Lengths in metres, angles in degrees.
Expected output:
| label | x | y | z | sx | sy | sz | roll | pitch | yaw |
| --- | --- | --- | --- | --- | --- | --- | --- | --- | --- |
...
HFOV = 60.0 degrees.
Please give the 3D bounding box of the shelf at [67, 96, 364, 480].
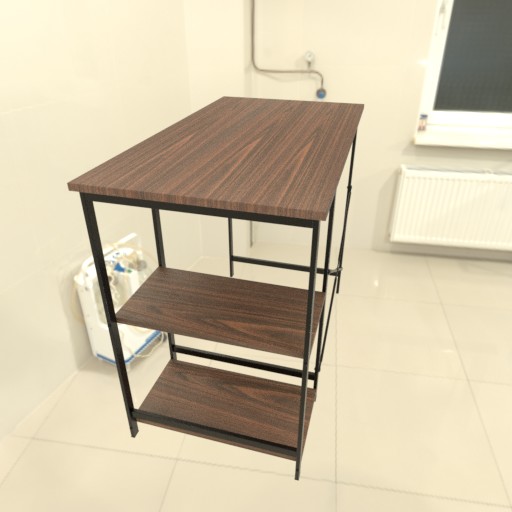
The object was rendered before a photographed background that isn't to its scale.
| label | x | y | z | sx | sy | sz | roll | pitch | yaw |
| --- | --- | --- | --- | --- | --- | --- | --- | --- | --- |
| shelf | 0.000 | 0.000 | 1.354 | 0.498 | 0.750 | 0.902 | 8 | 31 | 14 |
